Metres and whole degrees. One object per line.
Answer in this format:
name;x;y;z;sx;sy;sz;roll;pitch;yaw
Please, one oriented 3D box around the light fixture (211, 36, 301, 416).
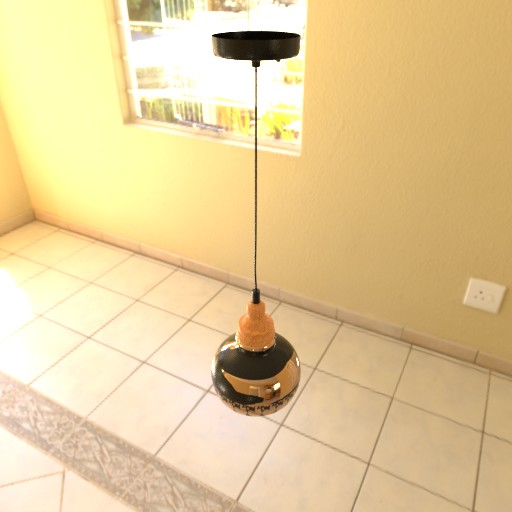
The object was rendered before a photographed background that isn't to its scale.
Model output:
light fixture;0.000;0.000;1.791;0.430;1.606;0.430;10;33;16
